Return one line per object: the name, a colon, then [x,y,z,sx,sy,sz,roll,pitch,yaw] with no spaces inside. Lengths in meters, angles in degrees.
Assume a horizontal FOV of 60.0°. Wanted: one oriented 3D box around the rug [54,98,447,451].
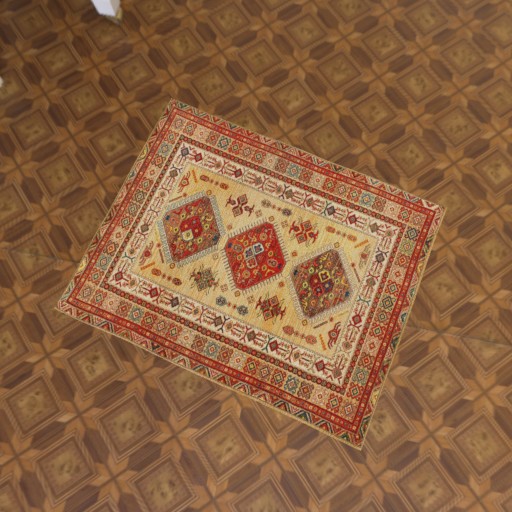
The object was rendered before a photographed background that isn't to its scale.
rug: [0.000,0.000,4.271,3.067,0.005,2.460,23,76,6]
